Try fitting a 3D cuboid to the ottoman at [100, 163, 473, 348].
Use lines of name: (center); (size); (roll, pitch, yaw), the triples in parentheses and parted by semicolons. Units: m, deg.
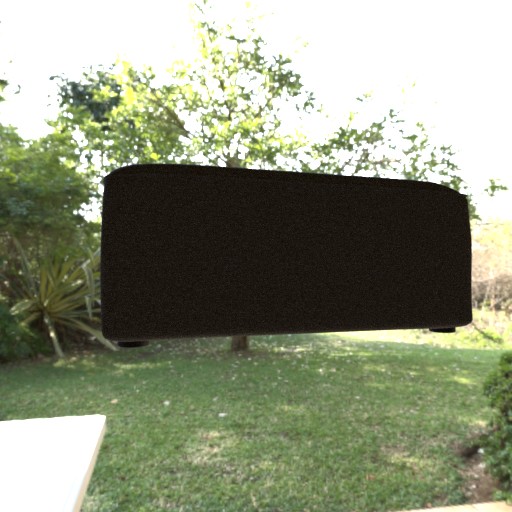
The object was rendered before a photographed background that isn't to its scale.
ottoman: (0.000, 0.000, 1.597); (1.015, 0.464, 1.005); (1, -2, -16)
